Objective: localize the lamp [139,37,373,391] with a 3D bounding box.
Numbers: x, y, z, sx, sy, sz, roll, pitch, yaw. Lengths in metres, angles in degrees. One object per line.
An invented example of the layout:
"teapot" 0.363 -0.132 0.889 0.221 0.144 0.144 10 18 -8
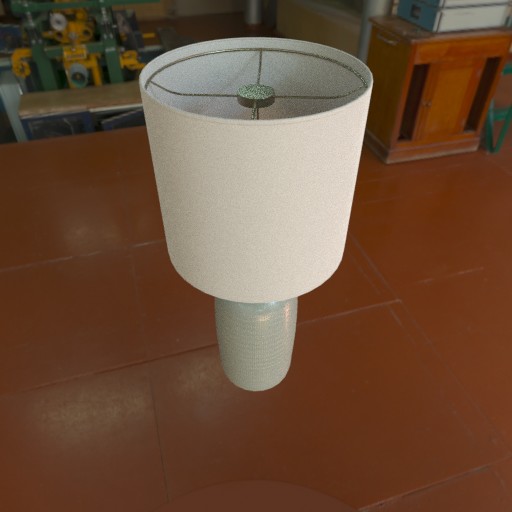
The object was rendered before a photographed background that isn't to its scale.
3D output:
"lamp" 0.000 0.000 0.583 0.220 0.475 0.220 12 43 13
